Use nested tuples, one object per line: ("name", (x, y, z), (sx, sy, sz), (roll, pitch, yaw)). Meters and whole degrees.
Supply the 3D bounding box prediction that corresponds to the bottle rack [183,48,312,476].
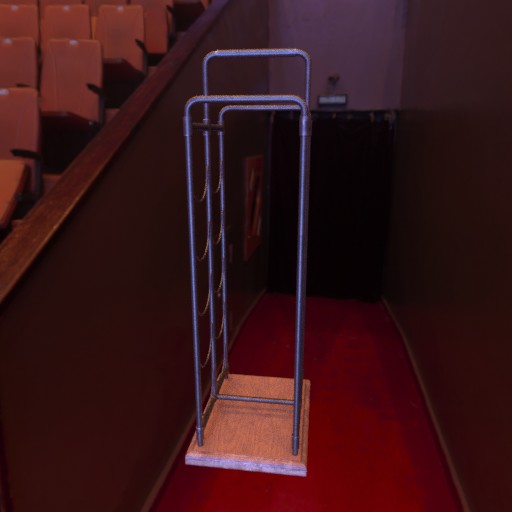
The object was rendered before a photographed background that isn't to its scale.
("bottle rack", (0.000, 0.000, 0.792), (0.208, 0.680, 0.276), (2, 16, 8))
